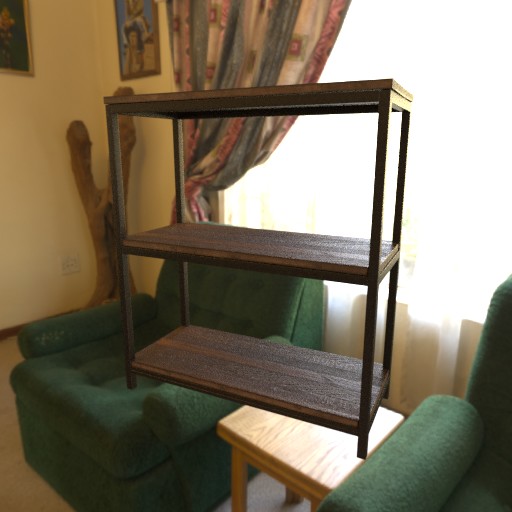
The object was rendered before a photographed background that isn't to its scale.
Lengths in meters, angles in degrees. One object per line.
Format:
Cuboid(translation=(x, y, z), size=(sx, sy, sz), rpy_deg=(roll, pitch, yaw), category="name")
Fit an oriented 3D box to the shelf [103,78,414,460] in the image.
Cuboid(translation=(0.000, 0.000, 1.387), size=(0.822, 0.947, 0.352), rpy_deg=(7, 15, 25), category="shelf")
